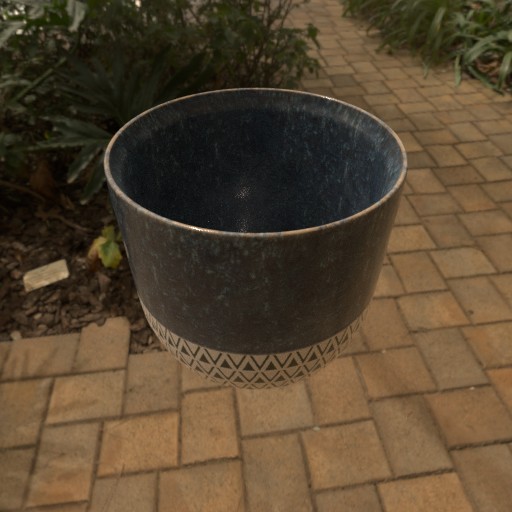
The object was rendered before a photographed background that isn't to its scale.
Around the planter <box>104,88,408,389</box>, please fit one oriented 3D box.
[{"bbox_3d":[0.000,0.000,0.487,0.266,0.270,0.266,0,41,0],"label":"planter"}]
